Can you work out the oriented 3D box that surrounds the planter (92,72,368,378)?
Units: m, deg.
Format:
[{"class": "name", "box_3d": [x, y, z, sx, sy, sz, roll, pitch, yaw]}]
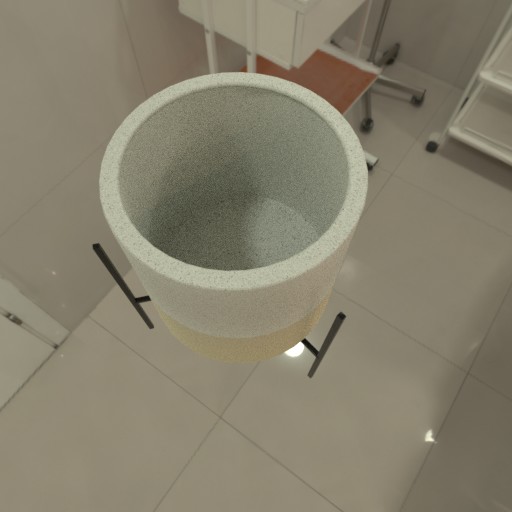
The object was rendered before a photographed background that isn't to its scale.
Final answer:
[{"class": "planter", "box_3d": [0.000, 0.000, 0.551, 0.267, 0.362, 0.263, 32, 68, 15]}]
